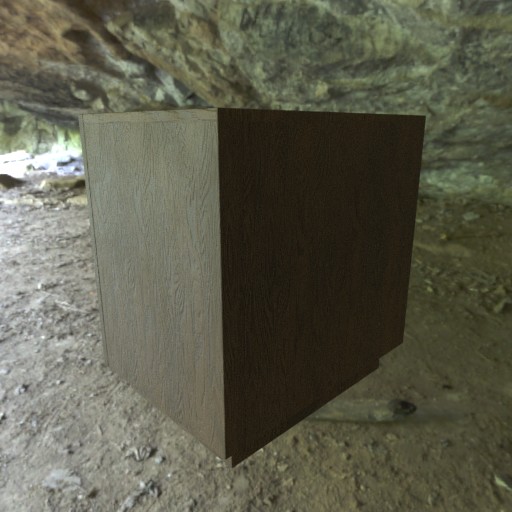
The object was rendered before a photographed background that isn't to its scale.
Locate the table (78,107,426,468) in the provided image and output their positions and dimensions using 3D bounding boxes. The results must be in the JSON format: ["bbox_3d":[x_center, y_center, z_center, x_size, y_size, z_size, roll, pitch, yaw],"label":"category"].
[{"bbox_3d":[0.000,0.000,0.964,0.560,0.585,0.439,-15,22,-42],"label":"table"}]
